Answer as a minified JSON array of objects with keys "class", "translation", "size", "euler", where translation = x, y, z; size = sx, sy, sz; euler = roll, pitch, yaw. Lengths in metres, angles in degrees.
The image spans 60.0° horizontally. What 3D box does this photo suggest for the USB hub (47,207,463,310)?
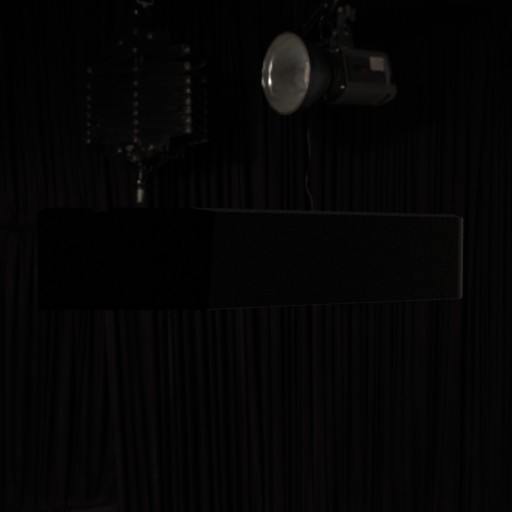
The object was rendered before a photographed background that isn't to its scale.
[{"class":"USB hub","translation":[0.000,0.000,0.126],"size":[0.110,0.023,0.044],"euler":[0,1,-17]}]
